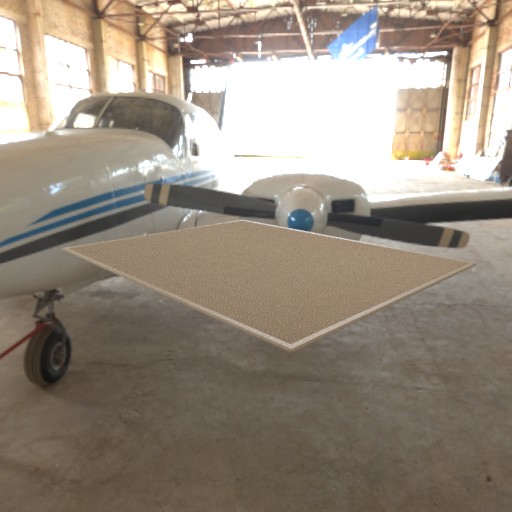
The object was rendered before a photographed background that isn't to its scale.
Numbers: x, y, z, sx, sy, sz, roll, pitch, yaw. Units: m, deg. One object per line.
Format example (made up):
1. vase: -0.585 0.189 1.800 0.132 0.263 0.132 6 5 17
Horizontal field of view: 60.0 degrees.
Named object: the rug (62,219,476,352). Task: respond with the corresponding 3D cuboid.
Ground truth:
1. rug: 0.000 0.000 4.105 2.407 0.020 3.051 -13 20 -42
